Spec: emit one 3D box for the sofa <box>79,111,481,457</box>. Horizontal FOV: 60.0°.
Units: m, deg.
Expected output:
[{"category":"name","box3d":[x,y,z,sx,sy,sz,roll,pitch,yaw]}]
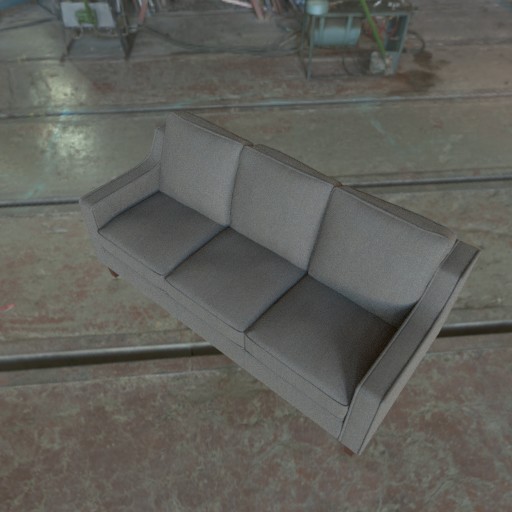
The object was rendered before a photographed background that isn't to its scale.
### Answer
[{"category":"sofa","box3d":[0.000,0.000,2.493,1.986,0.974,0.911,31,53,26]}]
